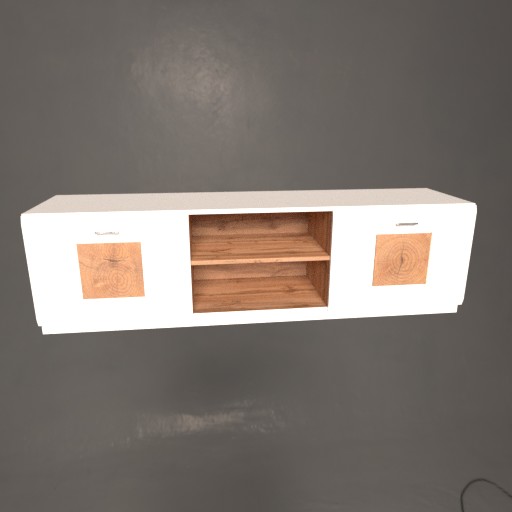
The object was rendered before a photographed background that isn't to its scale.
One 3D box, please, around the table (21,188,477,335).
[{"bbox_3d":[0.000,0.000,1.725,1.550,0.440,0.400,-2,17,-7],"label":"table"}]
